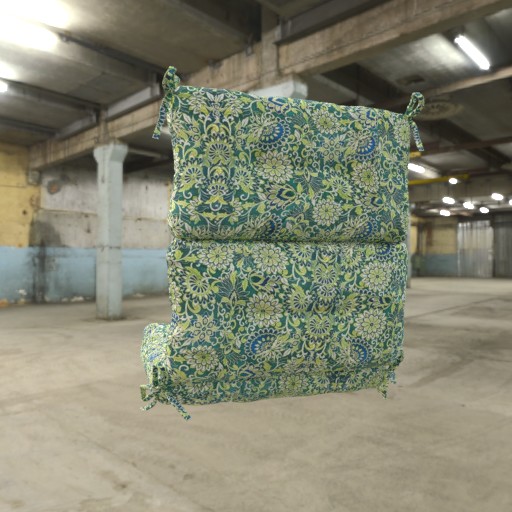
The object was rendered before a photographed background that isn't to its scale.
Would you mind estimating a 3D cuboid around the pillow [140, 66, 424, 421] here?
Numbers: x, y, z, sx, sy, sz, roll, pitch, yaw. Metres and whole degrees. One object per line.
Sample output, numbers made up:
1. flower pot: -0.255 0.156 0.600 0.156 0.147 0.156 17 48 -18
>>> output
1. pillow: 0.000 0.000 1.002 0.519 0.605 0.571 0 -1 -18
